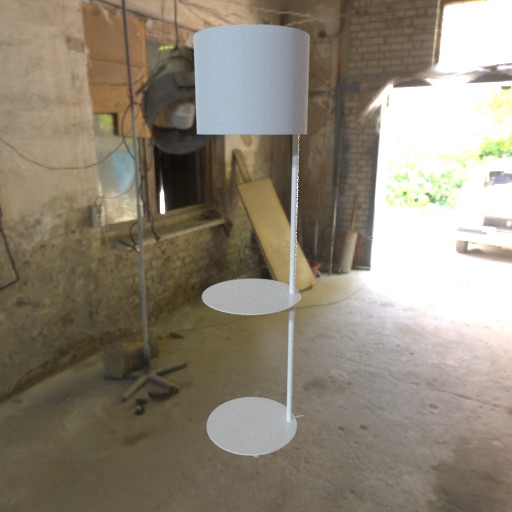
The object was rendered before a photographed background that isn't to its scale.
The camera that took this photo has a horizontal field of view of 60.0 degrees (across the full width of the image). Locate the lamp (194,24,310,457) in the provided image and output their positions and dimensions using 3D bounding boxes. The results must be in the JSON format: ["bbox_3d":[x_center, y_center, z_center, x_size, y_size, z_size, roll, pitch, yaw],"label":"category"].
[{"bbox_3d":[0.000,0.000,1.631,0.405,1.465,0.372,-2,16,-7],"label":"lamp"}]
